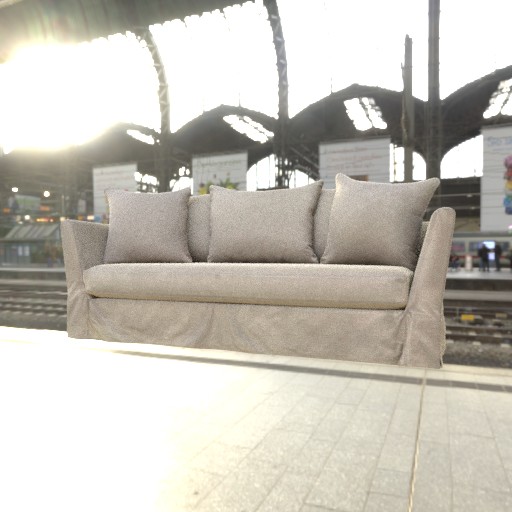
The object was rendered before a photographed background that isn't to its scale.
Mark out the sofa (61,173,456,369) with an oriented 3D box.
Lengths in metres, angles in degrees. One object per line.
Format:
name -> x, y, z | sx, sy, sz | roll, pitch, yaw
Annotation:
sofa -> 0.000, 0.000, 2.868 | 2.290, 1.034, 1.031 | 0, 0, 20
